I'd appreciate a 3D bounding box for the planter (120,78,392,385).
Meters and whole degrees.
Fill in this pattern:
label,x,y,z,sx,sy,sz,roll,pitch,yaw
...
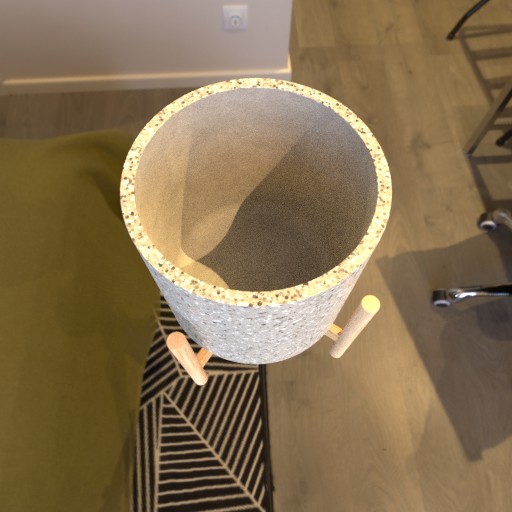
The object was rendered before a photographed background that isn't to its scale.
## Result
label,x,y,z,sx,sy,sz,roll,pitch,yaw
planter,0.000,0.000,0.687,0.360,0.419,0.360,-31,69,-13
